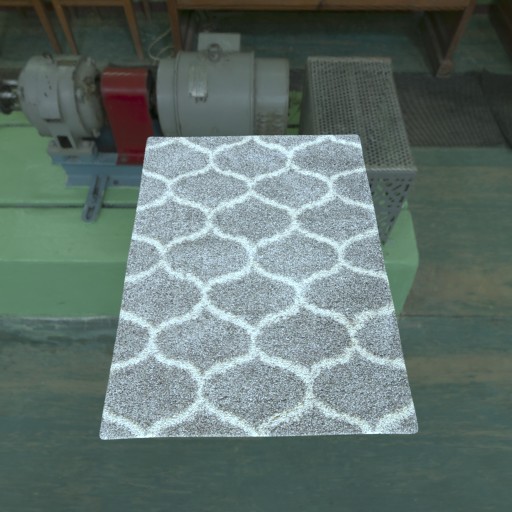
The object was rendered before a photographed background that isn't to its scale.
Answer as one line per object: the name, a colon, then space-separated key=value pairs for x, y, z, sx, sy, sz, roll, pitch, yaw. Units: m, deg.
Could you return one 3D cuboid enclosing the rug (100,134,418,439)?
rug: x=0.000 y=0.000 z=2.087 sx=1.200 sy=0.025 sz=1.600 roll=-1 pitch=58 yaw=-1
